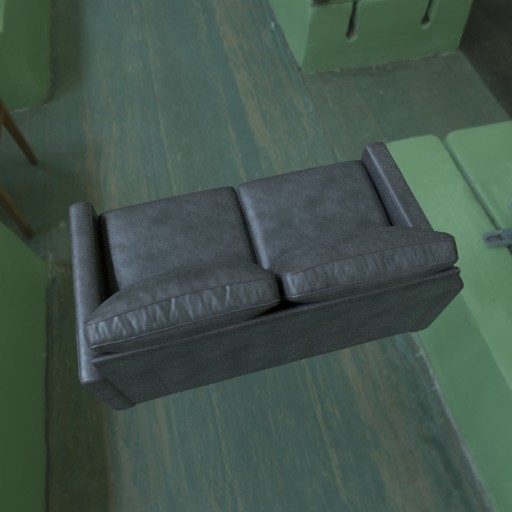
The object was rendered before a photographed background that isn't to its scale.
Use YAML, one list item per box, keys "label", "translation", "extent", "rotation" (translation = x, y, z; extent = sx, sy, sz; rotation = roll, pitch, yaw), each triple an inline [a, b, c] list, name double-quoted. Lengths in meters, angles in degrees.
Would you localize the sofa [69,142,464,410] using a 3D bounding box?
- label: "sofa"
  translation: [0.000, 0.000, 2.208]
  extent: [1.732, 0.916, 0.939]
  rotation: [-13, 60, -8]
